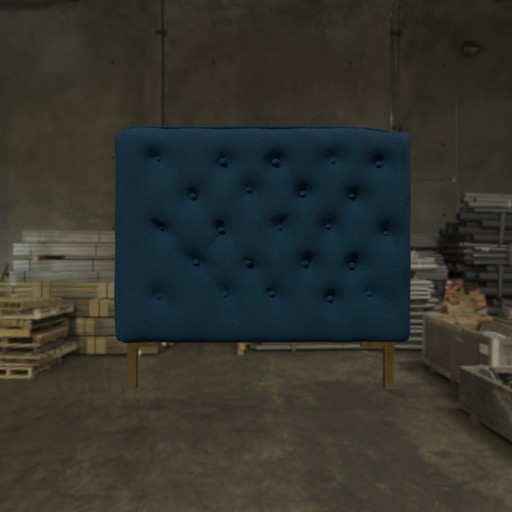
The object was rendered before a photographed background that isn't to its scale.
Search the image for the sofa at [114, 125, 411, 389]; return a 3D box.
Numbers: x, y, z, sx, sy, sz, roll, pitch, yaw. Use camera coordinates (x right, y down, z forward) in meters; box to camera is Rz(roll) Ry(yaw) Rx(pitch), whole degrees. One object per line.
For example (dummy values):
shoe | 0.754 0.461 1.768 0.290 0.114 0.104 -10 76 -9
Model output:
sofa | 0.000 0.000 2.075 0.909 0.810 1.583 0 0 -1
